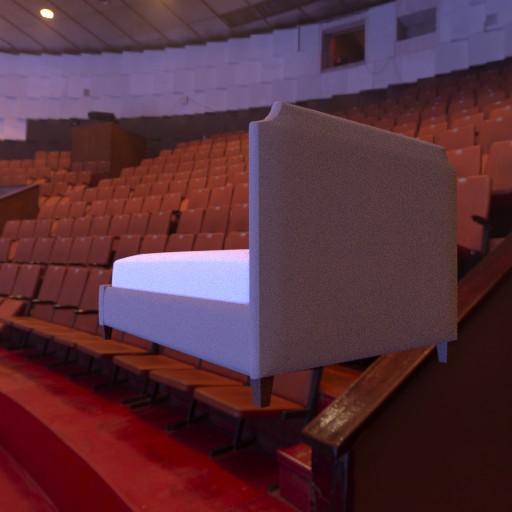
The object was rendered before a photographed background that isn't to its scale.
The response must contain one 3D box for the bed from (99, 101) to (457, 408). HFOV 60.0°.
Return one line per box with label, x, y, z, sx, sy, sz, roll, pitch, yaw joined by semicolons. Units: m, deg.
bed;0.000;0.000;3.434;1.713;1.443;2.372;1;-1;-36
